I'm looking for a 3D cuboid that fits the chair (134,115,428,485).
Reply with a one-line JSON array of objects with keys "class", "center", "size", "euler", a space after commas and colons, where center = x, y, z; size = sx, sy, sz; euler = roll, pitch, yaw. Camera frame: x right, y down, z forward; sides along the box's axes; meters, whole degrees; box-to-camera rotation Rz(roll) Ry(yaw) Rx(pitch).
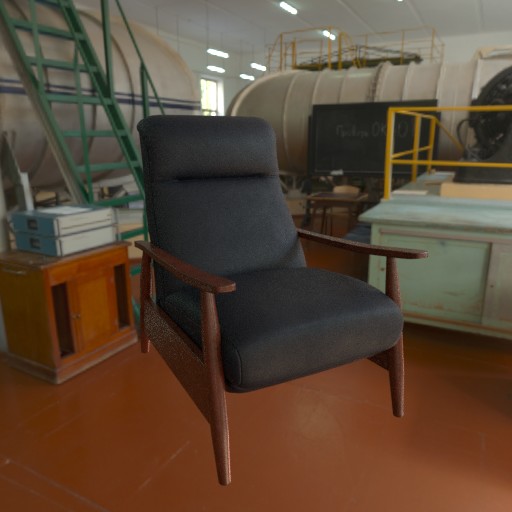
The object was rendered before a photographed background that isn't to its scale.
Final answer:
[{"class": "chair", "center": [0.000, 0.000, 1.734], "size": [0.762, 1.082, 1.014], "euler": [-8, 17, -27]}]
